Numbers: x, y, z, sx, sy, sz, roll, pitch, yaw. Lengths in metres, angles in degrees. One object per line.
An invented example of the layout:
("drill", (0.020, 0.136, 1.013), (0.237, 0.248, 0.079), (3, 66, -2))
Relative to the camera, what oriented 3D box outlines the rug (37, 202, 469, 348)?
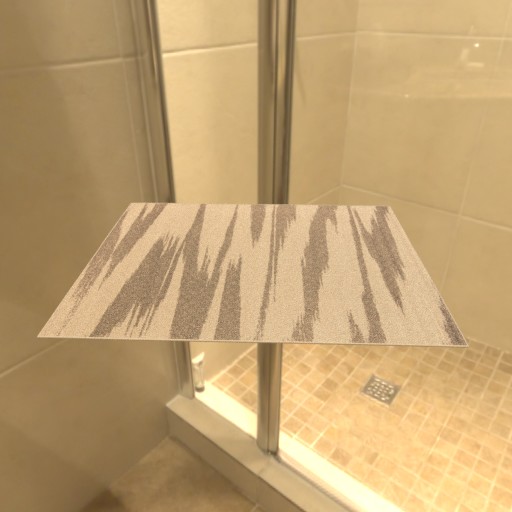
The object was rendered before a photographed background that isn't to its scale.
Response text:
("rug", (0.000, 0.000, 4.017), (2.945, 0.014, 2.353), (1, 30, 2))
